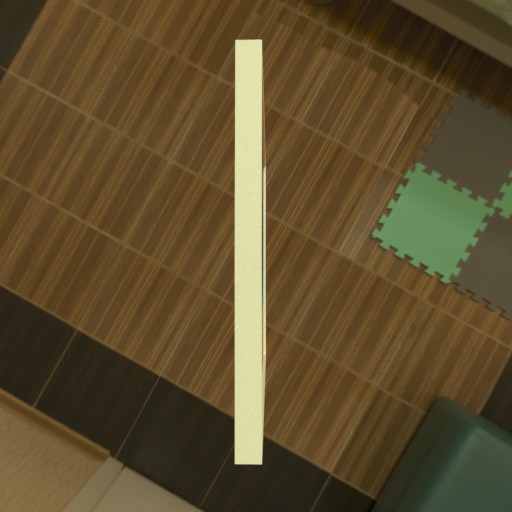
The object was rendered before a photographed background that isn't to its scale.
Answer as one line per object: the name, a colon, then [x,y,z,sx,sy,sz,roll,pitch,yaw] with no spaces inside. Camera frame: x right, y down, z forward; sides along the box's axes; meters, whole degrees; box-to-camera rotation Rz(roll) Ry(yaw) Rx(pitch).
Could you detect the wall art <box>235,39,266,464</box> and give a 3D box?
wall art: [0.000,0.000,0.736,0.030,0.549,0.443,0,89,2]
